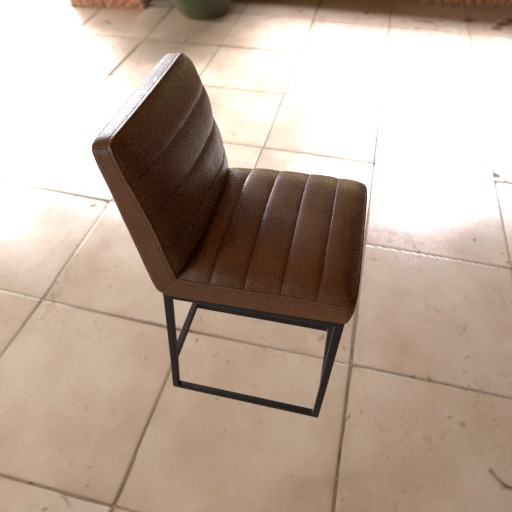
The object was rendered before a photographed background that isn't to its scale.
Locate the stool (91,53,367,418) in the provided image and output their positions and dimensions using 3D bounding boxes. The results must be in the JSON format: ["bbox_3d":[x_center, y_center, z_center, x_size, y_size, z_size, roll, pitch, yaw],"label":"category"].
[{"bbox_3d":[0.000,0.000,1.250,0.556,0.940,0.458,10,48,9],"label":"stool"}]
